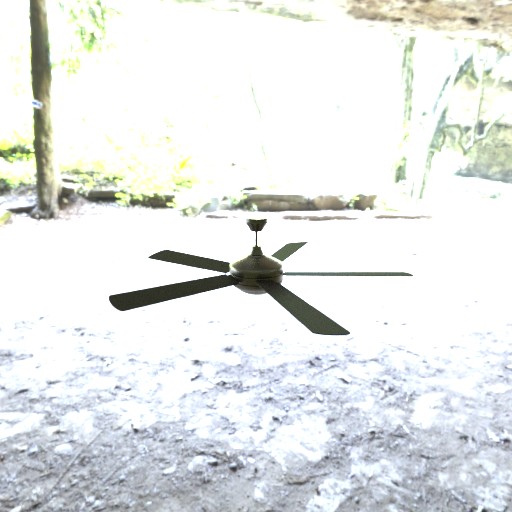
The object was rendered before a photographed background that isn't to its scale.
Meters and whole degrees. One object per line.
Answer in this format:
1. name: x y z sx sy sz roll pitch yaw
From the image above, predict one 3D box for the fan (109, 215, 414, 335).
1. fan: 0.000 0.000 2.009 1.321 0.356 1.321 -14 20 -43
